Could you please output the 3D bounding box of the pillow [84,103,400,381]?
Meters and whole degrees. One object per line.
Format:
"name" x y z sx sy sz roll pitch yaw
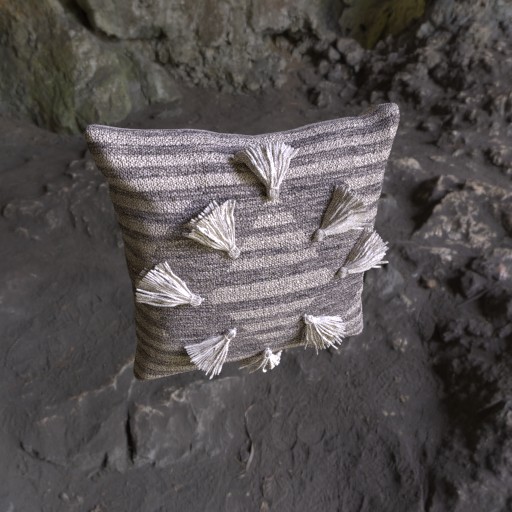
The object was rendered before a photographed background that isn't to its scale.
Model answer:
"pillow" 0.000 0.000 0.775 0.484 0.490 0.234 -9 34 -14
